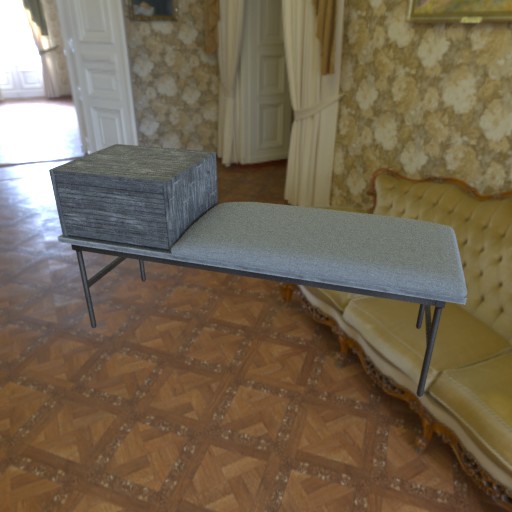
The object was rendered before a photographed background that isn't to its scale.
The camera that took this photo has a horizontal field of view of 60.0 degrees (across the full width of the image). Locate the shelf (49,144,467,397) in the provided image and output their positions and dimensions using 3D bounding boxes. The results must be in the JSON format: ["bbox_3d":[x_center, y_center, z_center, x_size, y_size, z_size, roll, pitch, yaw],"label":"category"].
[{"bbox_3d":[0.000,0.000,1.607,1.342,0.633,0.457,8,28,16],"label":"shelf"}]
